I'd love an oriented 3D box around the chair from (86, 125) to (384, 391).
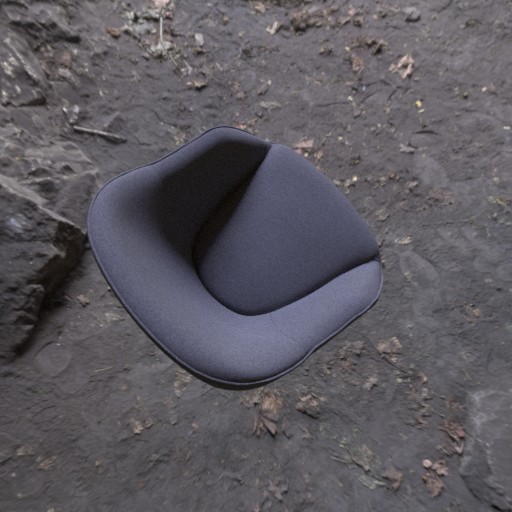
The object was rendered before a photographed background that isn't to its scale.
[{"bbox_3d":[0.000,0.000,1.221,0.611,0.810,0.589,-39,80,-8],"label":"chair"}]
